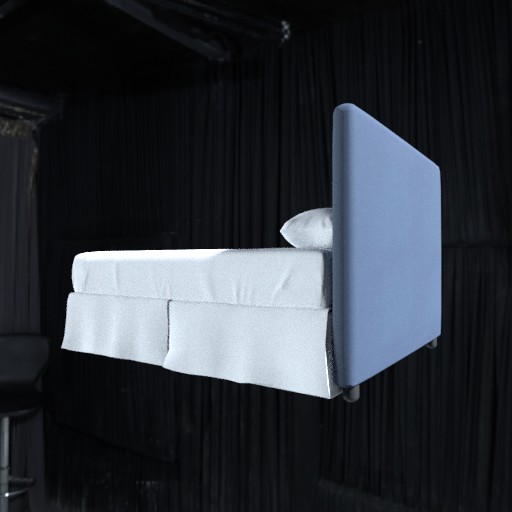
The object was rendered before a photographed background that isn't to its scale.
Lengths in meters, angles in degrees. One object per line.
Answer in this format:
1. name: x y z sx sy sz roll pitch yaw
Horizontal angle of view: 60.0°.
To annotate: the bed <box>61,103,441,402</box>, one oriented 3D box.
1. bed: 0.000 0.000 3.164 2.162 1.330 1.713 0 -1 35
